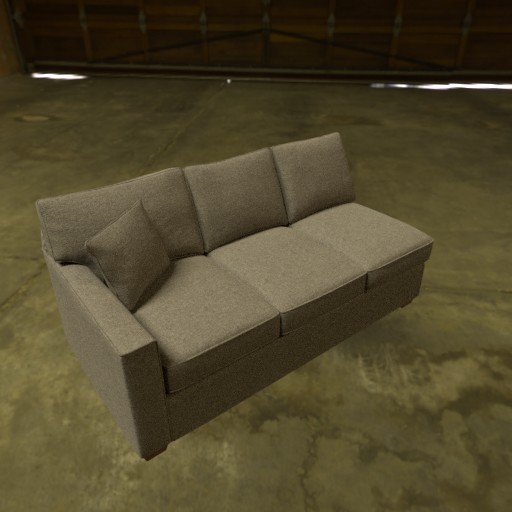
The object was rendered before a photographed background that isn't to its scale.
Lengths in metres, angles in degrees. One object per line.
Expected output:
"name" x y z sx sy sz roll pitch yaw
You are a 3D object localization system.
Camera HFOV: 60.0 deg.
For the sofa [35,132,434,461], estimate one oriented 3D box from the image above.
"sofa" 0.000 0.000 2.471 1.963 0.946 1.034 -21 36 -32
